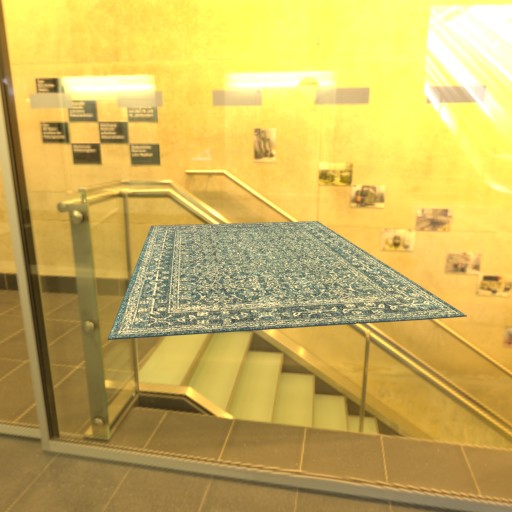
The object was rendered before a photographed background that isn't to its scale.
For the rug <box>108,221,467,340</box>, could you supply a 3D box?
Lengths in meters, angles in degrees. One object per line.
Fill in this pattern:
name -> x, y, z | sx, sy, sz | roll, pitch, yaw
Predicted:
rug -> 0.000, 0.000, 2.311 | 1.200, 0.005, 1.819 | -2, 15, -8
